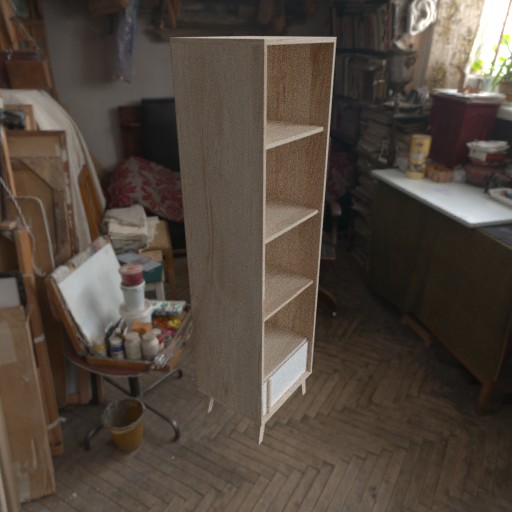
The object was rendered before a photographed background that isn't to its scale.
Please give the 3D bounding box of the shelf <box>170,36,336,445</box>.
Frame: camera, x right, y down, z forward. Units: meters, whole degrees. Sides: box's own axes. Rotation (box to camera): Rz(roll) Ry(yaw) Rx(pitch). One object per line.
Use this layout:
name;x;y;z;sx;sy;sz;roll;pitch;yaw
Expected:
shelf;0.000;0.000;2.215;0.450;1.960;0.510;19;33;32
